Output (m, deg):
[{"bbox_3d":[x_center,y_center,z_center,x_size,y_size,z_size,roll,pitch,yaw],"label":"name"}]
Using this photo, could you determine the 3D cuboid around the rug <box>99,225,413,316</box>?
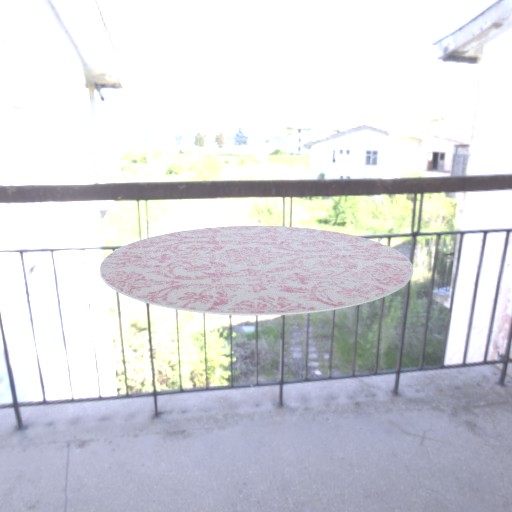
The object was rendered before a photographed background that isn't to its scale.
[{"bbox_3d":[0.000,0.000,2.370,1.593,0.012,1.593,0,15,0],"label":"rug"}]
